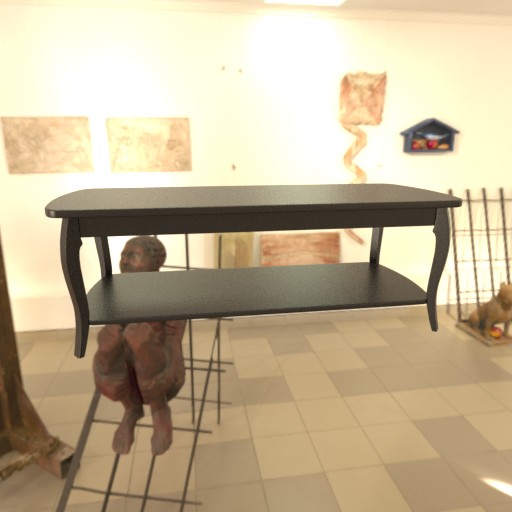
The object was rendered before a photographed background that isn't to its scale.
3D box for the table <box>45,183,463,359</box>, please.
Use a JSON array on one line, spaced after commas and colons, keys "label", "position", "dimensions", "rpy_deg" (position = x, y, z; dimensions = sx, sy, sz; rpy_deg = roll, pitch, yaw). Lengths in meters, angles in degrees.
[{"label": "table", "position": [0.000, 0.000, 1.625], "dimensions": [1.333, 0.457, 0.571], "rpy_deg": [-2, 15, -9]}]
